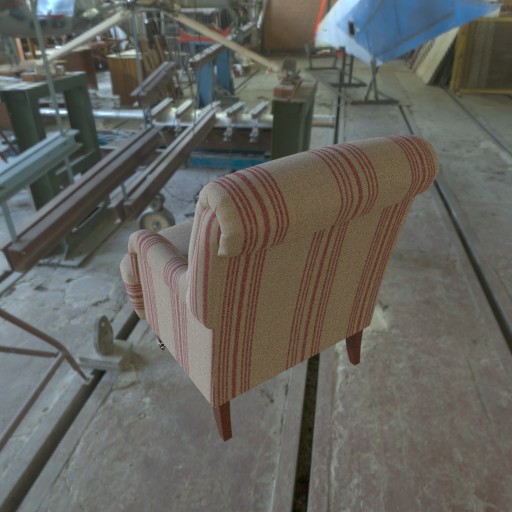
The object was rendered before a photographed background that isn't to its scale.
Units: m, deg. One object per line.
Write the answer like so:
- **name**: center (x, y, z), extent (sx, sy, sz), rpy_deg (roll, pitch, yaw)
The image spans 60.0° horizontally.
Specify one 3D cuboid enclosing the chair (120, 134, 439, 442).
- **chair**: center (0.000, 0.000, 1.890), extent (0.933, 1.123, 1.058), rpy_deg (-20, 35, -30)
